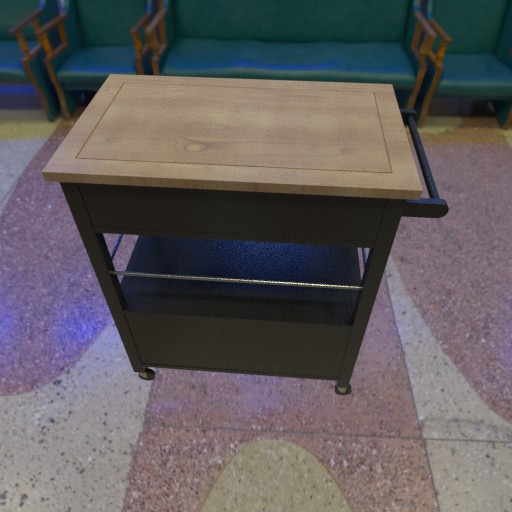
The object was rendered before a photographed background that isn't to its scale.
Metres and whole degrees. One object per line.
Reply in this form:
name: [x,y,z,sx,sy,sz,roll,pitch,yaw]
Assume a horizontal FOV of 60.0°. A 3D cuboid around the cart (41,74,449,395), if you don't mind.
cart: [0.000,0.000,1.361,0.840,0.901,0.459,3,46,3]
